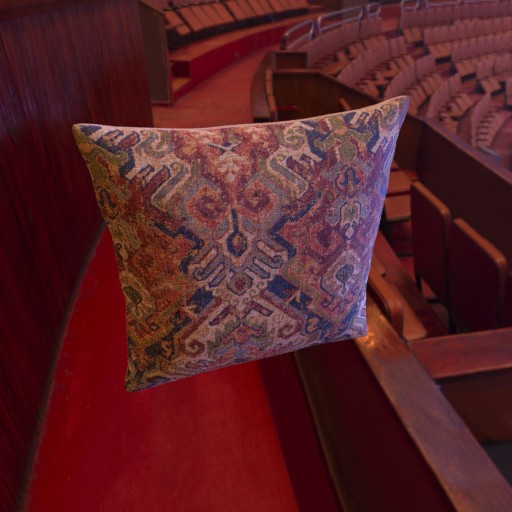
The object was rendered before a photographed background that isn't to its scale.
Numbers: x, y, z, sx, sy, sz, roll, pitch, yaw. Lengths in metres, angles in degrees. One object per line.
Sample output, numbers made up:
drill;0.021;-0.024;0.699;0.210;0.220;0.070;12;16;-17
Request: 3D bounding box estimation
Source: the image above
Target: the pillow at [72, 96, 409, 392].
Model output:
pillow;0.000;0.000;0.780;0.523;0.506;0.166;-10;34;-15
